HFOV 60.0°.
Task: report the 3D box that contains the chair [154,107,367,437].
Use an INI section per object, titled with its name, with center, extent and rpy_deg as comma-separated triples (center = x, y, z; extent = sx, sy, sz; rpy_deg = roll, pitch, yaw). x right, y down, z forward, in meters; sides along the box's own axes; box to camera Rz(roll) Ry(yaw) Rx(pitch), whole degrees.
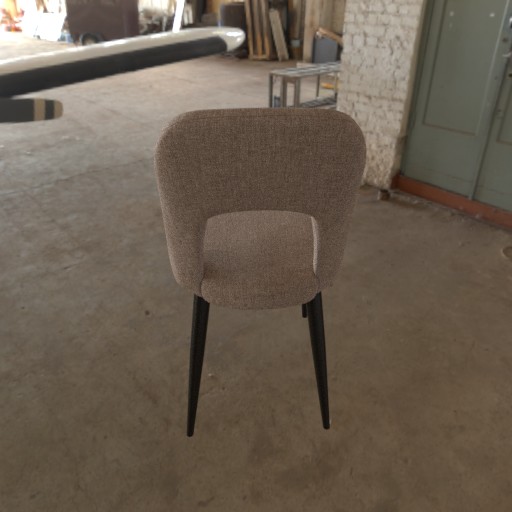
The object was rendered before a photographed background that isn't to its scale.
[chair]
center = 0.000, 0.000, 1.256
extent = 0.470, 0.931, 0.612
rpy_deg = -1, 31, -2
